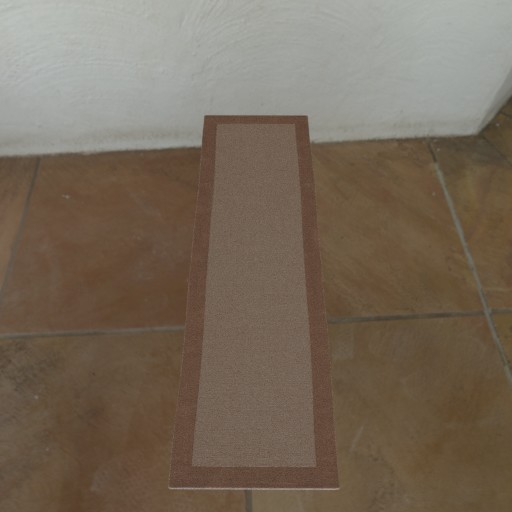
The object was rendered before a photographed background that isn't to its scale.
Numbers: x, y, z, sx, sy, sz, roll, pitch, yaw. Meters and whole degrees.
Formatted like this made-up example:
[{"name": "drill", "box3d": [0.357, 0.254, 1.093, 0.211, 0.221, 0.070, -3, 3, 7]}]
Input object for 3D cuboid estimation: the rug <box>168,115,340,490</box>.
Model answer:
[{"name": "rug", "box3d": [0.000, 0.000, 2.601, 0.767, 0.012, 2.430, 0, 58, 0]}]
